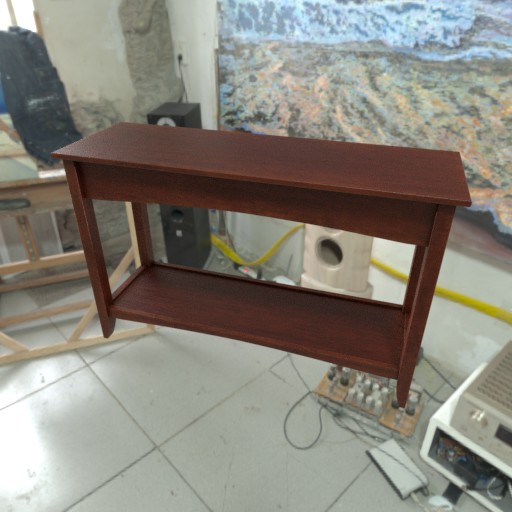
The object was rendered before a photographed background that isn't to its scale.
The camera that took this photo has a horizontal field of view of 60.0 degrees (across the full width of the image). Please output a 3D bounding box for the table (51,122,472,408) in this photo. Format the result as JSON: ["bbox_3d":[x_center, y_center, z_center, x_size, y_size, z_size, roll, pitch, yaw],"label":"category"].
[{"bbox_3d":[0.000,0.000,1.542,1.188,0.739,0.392,9,32,15],"label":"table"}]
